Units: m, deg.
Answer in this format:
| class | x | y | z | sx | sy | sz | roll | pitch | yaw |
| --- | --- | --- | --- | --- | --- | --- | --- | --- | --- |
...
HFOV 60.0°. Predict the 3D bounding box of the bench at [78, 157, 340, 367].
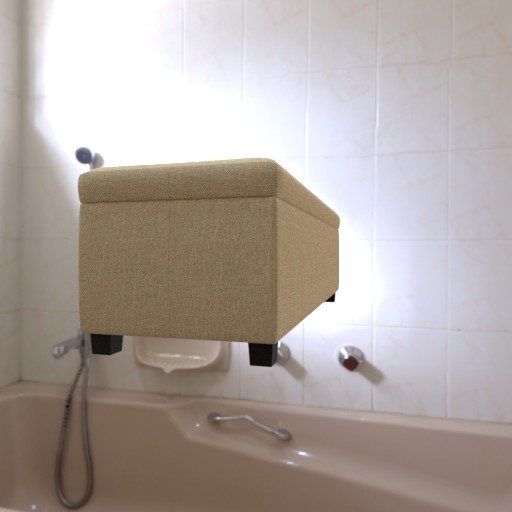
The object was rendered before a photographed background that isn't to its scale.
| class | x | y | z | sx | sy | sz | roll | pitch | yaw |
| --- | --- | --- | --- | --- | --- | --- | --- | --- | --- |
| bench | 0.000 | 0.000 | 1.437 | 0.432 | 0.406 | 1.219 | 0 | 0 | 16 |
